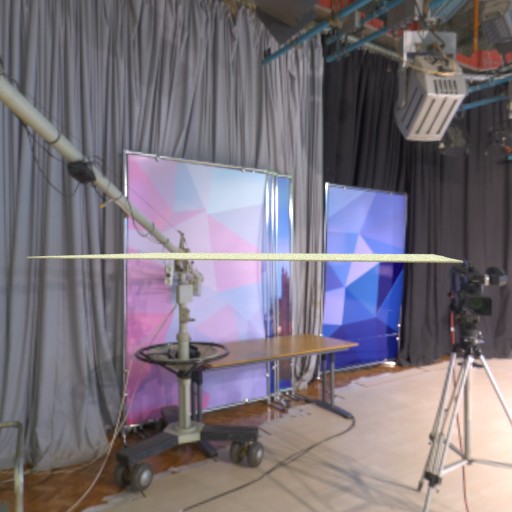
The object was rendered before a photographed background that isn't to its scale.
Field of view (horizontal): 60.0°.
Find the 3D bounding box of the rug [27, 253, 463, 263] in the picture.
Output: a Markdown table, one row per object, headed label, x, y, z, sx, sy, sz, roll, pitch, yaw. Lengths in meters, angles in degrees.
| label | x | y | z | sx | sy | sz | roll | pitch | yaw |
| --- | --- | --- | --- | --- | --- | --- | --- | --- | --- |
| rug | 0.000 | 0.000 | 2.218 | 1.747 | 0.006 | 1.143 | 0 | 1 | 18 |
